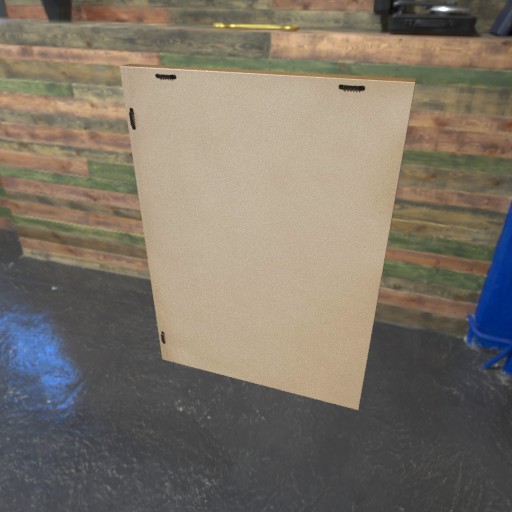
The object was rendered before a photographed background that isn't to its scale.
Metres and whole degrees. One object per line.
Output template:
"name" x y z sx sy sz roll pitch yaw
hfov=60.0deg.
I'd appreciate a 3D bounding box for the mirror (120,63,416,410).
"mirror" 0.000 0.000 0.917 0.508 0.711 0.039 10 32 16
